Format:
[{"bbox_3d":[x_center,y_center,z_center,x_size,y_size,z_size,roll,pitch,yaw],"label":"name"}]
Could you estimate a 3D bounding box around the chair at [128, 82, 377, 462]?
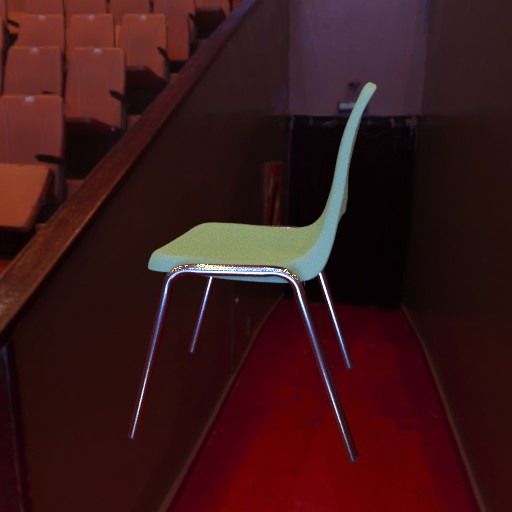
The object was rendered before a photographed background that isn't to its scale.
[{"bbox_3d":[0.000,0.000,0.910,0.436,0.653,0.381,3,15,10],"label":"chair"}]
